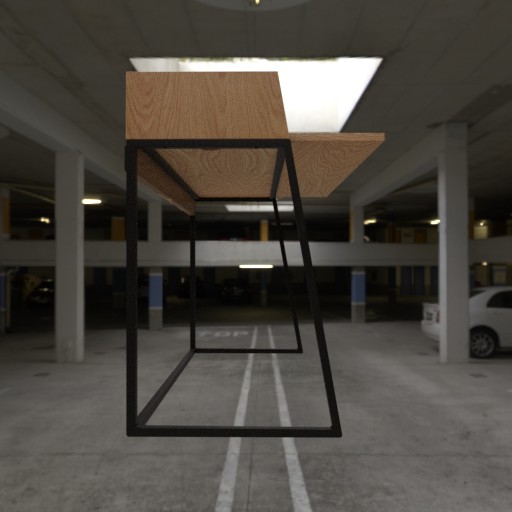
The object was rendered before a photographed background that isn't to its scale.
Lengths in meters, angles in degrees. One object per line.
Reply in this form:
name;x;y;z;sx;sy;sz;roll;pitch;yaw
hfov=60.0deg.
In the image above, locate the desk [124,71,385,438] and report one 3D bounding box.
desk;0.000;0.000;1.878;0.769;1.061;1.191;0;-1;1
